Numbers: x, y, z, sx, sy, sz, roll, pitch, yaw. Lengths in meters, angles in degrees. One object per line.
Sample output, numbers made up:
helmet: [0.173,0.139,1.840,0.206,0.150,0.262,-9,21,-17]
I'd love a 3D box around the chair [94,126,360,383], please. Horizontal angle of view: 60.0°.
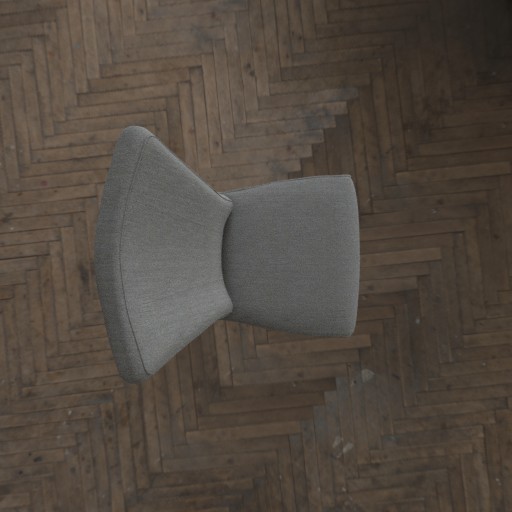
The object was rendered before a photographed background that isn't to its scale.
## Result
chair: [0.000,0.000,1.361,0.660,0.991,0.520,0,90,0]
